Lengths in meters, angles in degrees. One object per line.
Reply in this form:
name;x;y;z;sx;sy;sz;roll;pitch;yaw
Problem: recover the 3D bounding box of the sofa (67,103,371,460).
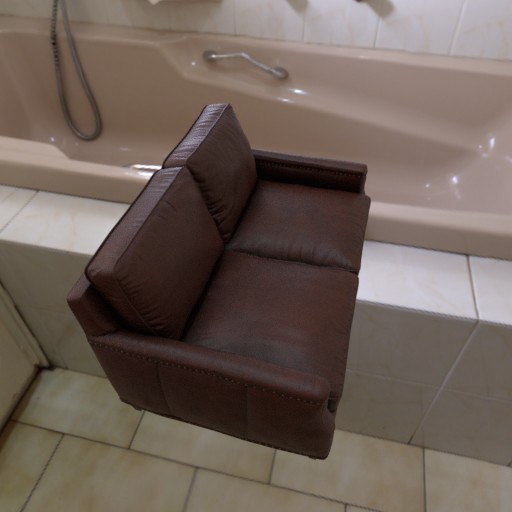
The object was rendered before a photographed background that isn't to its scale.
sofa;0.000;0.000;2.302;1.083;1.003;1.628;11;46;11
